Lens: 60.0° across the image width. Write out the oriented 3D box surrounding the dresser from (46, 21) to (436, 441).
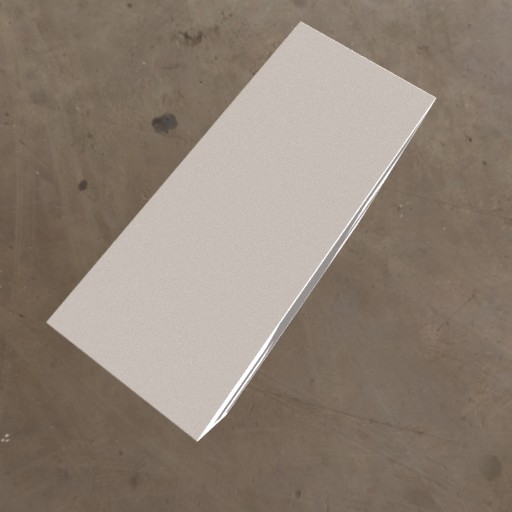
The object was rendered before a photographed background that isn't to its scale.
[{"bbox_3d":[0.000,0.000,1.633,0.460,1.000,1.100,34,76,9],"label":"dresser"}]
